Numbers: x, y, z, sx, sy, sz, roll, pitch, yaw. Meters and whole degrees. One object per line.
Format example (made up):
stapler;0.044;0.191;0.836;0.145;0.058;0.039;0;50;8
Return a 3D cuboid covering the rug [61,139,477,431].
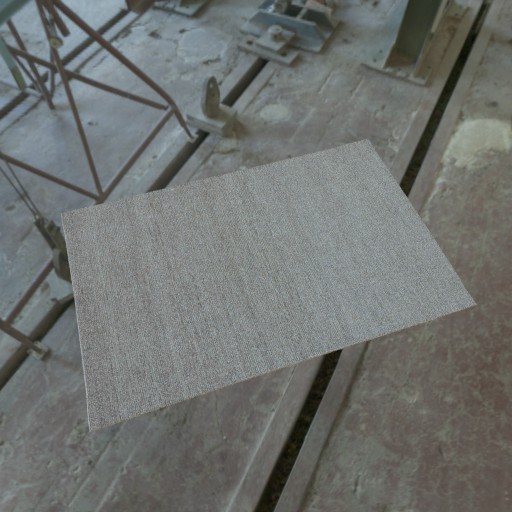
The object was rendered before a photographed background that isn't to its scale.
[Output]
rug;0.000;0.000;2.199;1.792;0.021;1.154;-15;59;-10
